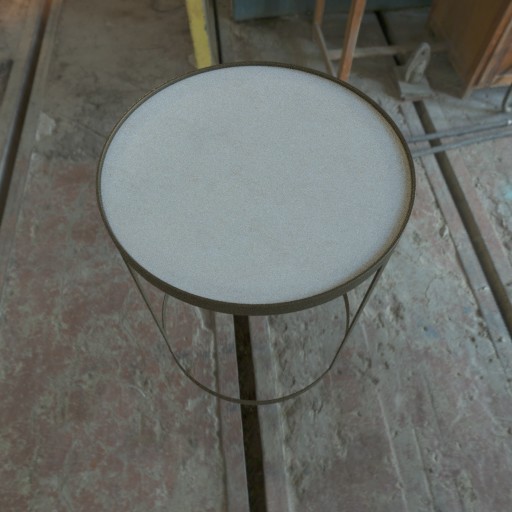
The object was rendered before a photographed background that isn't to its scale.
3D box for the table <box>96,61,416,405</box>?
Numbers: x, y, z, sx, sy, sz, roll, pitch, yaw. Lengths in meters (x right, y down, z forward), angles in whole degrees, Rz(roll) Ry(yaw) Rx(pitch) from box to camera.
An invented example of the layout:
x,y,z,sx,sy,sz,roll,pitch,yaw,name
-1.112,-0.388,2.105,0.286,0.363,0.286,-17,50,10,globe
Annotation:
x,y,z,sx,sy,sz,roll,pitch,yaw,name
0.000,0.000,0.917,0.480,0.565,0.480,0,60,0,table
